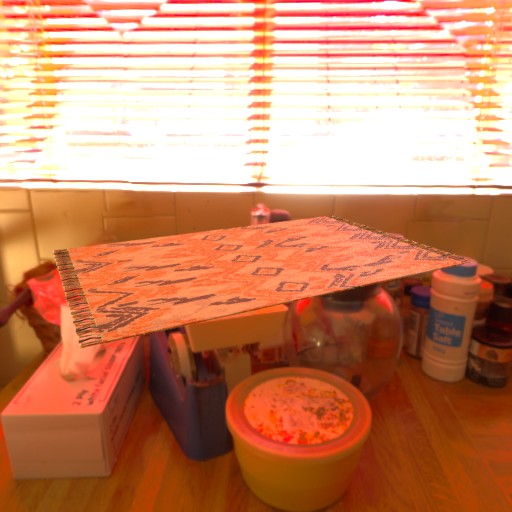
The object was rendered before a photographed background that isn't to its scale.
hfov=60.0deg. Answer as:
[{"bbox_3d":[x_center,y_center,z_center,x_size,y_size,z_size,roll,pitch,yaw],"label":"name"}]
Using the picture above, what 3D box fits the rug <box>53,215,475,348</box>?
[{"bbox_3d":[0.000,0.000,2.999,2.428,0.010,1.533,-9,20,-26],"label":"rug"}]
